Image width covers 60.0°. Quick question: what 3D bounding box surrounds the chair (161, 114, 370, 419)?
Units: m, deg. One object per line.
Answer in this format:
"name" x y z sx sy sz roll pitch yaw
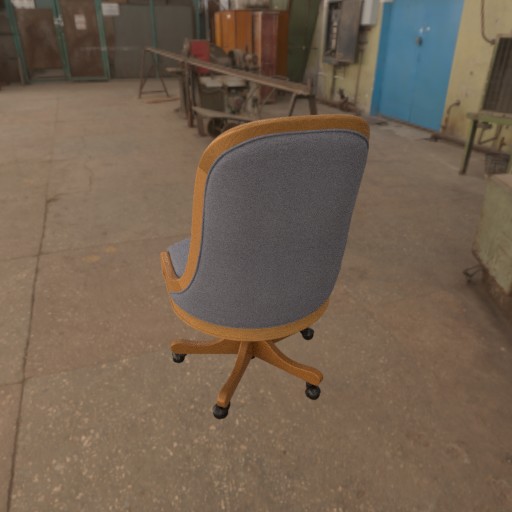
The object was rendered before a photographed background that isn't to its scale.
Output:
"chair" 0.000 0.000 1.485 0.605 1.031 0.735 -9 29 -16
